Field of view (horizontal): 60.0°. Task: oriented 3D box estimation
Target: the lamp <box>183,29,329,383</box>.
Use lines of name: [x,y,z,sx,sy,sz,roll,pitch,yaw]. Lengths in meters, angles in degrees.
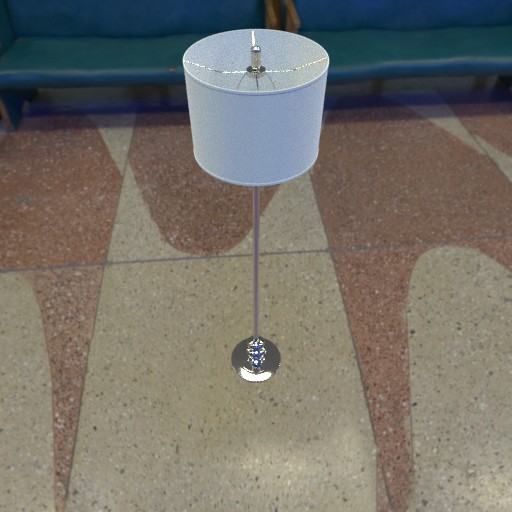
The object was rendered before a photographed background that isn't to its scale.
lamp: [0.000,0.000,1.612,0.356,1.487,0.356,-2,47,-2]
